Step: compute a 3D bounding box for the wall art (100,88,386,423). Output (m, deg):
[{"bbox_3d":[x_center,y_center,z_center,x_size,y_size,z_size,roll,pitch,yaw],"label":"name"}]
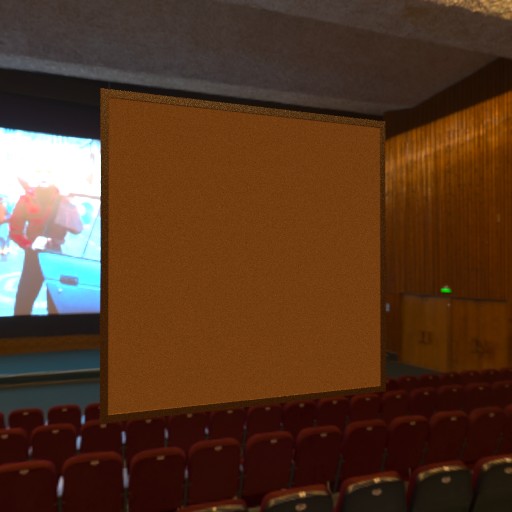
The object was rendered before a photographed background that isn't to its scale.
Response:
[{"bbox_3d":[0.000,0.000,1.149,0.762,0.762,0.038,0,0,-19],"label":"wall art"}]
